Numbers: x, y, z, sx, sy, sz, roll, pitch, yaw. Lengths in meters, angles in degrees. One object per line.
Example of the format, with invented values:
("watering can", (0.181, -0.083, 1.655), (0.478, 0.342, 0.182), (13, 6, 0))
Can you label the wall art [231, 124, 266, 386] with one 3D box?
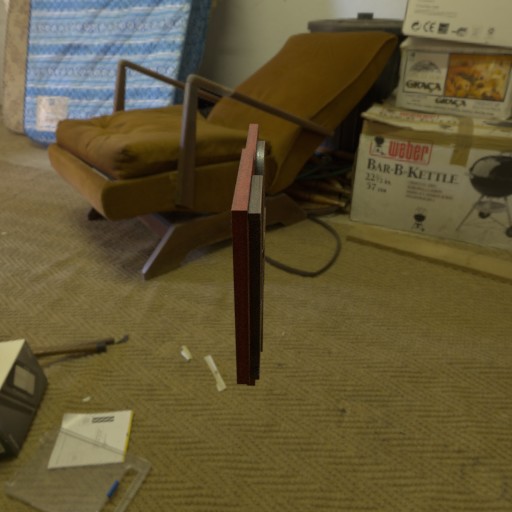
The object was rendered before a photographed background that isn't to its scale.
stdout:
("wall art", (0.000, 0.000, 0.852), (0.030, 0.497, 0.635), (1, 31, 2))
